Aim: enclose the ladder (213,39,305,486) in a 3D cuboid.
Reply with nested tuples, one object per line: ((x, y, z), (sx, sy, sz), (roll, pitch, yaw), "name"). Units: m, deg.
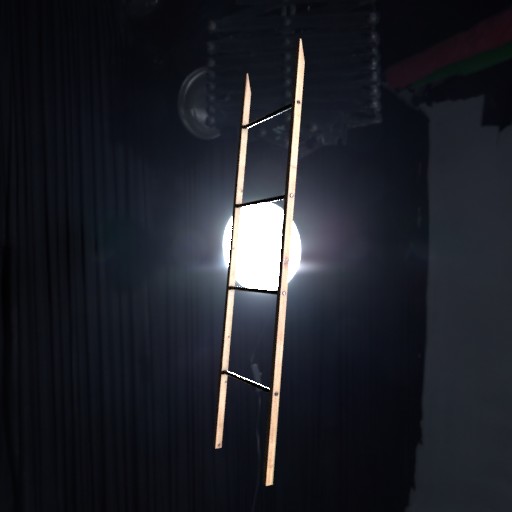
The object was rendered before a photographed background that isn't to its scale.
((0.000, 0.000, 1.974), (0.200, 1.805, 0.442), (0, -1, -34), "ladder")
